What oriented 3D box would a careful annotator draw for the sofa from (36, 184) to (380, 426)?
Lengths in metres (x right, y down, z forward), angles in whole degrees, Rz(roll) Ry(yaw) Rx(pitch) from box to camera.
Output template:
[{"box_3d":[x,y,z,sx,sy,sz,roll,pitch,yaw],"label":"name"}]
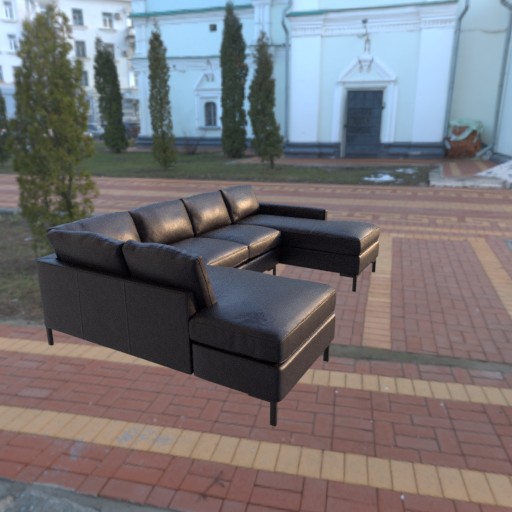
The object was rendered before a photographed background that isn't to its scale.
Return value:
[{"box_3d":[0.000,0.000,3.898,1.939,0.900,2.956,9,19,28],"label":"sofa"}]
